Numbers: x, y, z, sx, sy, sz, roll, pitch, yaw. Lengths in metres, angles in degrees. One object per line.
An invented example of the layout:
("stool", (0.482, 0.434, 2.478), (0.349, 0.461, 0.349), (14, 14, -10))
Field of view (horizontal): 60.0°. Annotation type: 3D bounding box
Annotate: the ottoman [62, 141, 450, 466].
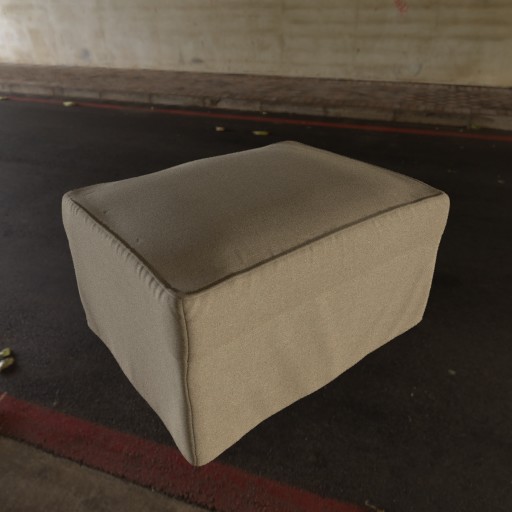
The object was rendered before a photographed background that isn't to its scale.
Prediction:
("ottoman", (0.000, 0.000, 1.247), (0.833, 0.485, 0.650), (-21, 36, -33))
